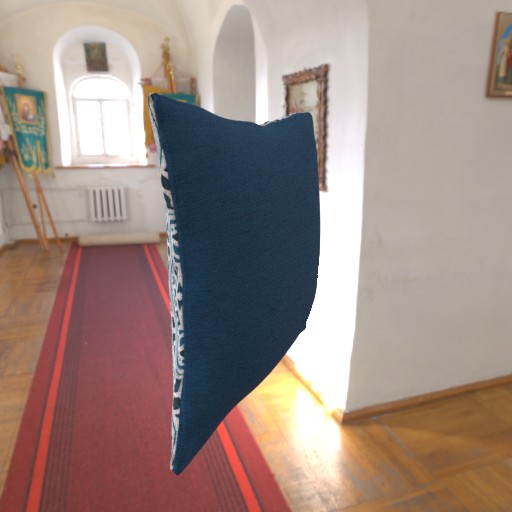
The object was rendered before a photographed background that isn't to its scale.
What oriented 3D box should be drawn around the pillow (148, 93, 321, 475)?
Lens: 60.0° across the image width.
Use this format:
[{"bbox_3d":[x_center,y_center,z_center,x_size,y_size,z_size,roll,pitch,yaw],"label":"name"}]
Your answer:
[{"bbox_3d":[0.000,0.000,0.645,0.145,0.420,0.440,8,18,25],"label":"pillow"}]
